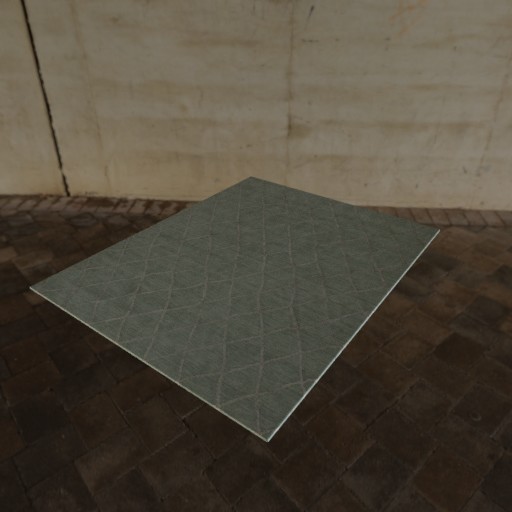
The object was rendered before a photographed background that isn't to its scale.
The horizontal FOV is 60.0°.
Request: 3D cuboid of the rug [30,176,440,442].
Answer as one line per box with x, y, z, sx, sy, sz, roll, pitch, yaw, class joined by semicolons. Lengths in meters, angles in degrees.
0.000;0.000;4.097;2.420;0.019;3.039;21;38;30;rug
